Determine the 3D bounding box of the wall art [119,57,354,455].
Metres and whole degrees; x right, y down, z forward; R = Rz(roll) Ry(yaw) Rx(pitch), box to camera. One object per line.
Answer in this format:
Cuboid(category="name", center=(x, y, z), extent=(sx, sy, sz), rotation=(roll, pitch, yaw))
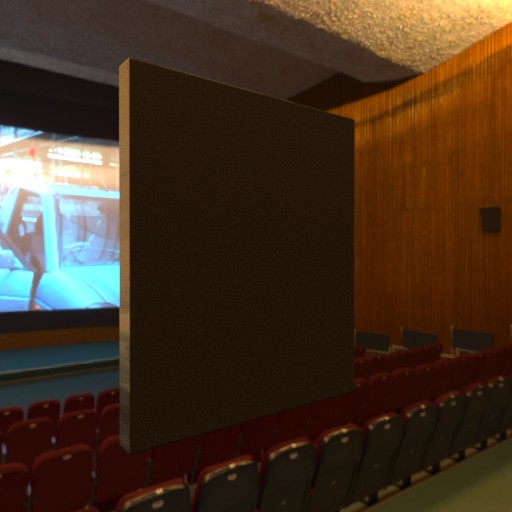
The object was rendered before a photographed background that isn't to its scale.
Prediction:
Cuboid(category="wall art", center=(0.000, 0.000, 0.715), extent=(0.435, 0.511, 0.037), rotation=(0, 0, -37))
